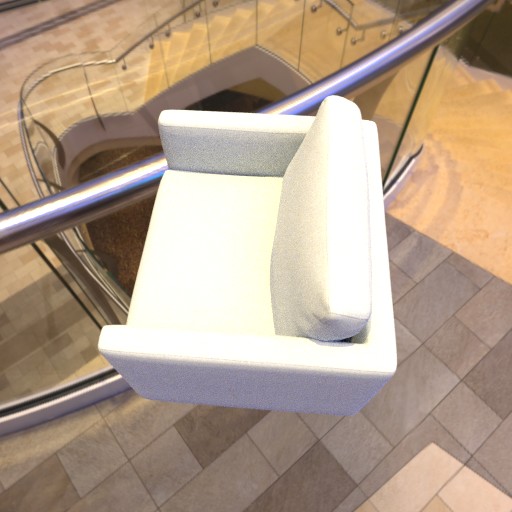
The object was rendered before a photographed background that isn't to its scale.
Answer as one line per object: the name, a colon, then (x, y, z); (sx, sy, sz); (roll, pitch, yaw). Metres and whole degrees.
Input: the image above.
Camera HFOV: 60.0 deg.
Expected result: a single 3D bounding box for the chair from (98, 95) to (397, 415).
chair: (0.000, 0.000, 1.840); (0.953, 0.961, 1.107); (4, 59, 2)
